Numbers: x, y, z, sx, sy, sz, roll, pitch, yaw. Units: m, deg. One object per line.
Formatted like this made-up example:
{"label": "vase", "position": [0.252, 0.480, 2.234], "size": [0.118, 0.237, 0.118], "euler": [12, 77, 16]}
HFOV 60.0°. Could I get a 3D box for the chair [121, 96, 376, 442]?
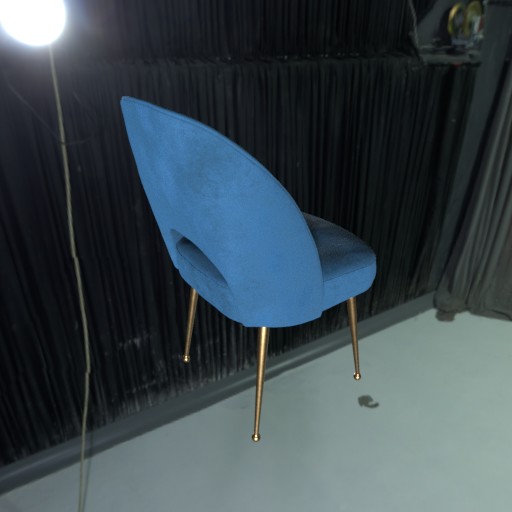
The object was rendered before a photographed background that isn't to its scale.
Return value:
{"label": "chair", "position": [0.000, 0.000, 1.206], "size": [0.577, 0.860, 0.527], "euler": [-19, 33, -31]}
